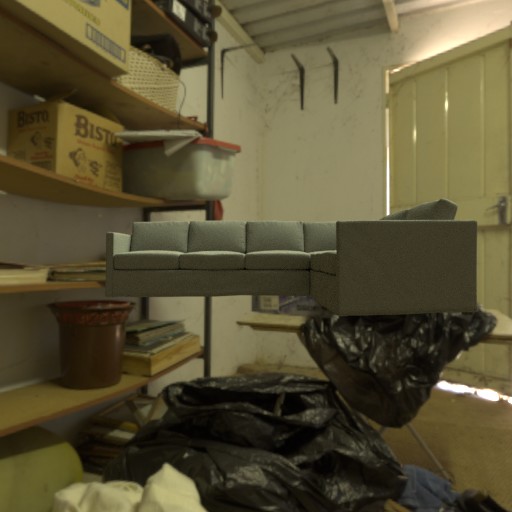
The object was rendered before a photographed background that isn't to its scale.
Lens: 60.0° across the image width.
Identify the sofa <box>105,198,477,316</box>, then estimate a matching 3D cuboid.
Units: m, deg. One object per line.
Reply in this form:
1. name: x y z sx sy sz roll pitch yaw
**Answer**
1. sofa: 0.000 0.000 4.373 3.182 0.871 2.432 0 0 0
